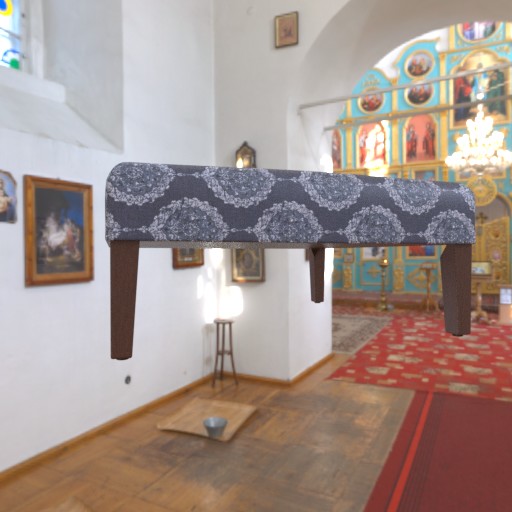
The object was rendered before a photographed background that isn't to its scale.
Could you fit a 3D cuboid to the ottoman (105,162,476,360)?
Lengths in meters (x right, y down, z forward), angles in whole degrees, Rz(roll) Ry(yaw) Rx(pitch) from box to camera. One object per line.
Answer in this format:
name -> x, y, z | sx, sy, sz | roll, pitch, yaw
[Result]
ottoman -> 0.000, 0.000, 1.400 | 0.890, 0.409, 0.889 | 0, 0, -18
